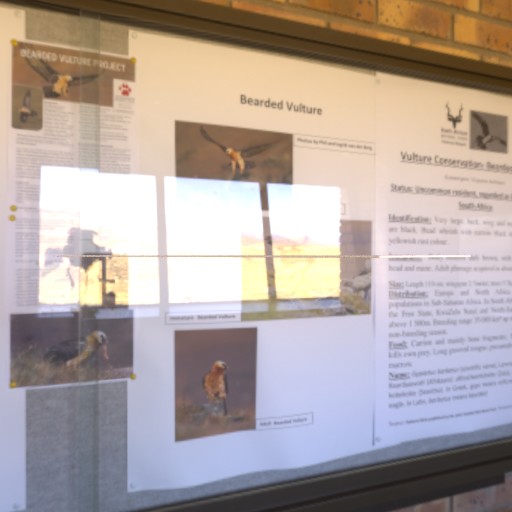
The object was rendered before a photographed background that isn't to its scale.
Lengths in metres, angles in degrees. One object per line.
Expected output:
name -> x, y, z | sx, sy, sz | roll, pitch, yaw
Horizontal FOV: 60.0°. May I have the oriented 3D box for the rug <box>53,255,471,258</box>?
rug -> 0.000, 0.000, 2.327 | 1.828, 0.007, 1.220 | 0, 0, 37
